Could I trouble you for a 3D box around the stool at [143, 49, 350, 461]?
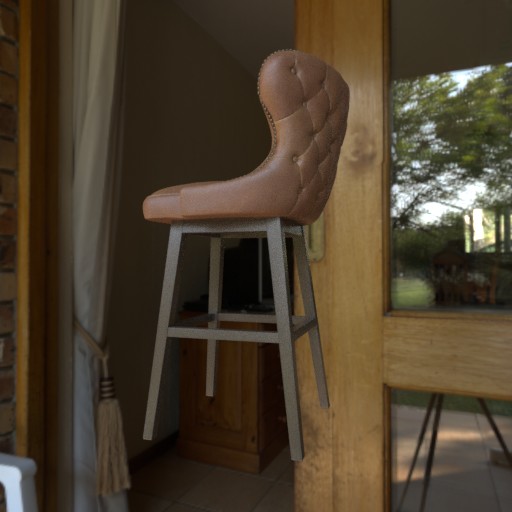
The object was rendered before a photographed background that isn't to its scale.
[{"bbox_3d":[0.000,0.000,1.455,0.606,1.087,0.591,0,-1,18],"label":"stool"}]
